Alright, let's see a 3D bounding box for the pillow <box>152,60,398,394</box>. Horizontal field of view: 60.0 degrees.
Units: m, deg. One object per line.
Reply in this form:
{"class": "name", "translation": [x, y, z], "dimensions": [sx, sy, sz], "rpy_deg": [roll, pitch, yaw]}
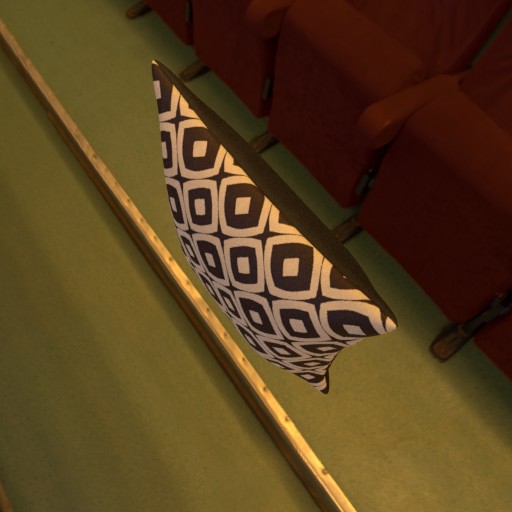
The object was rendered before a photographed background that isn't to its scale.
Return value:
{"class": "pillow", "translation": [0.000, 0.000, 0.781], "dimensions": [0.188, 0.494, 0.504], "rpy_deg": [-34, 69, -15]}
